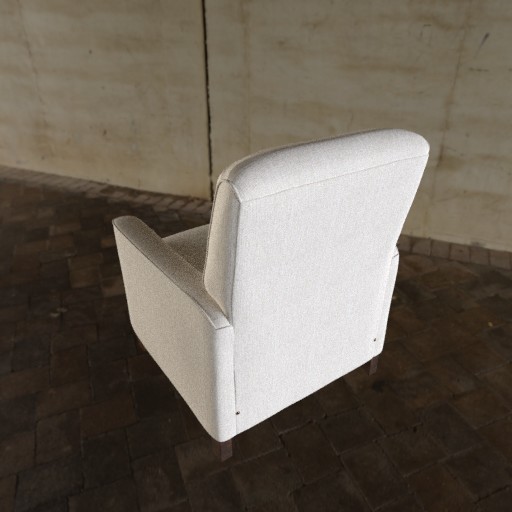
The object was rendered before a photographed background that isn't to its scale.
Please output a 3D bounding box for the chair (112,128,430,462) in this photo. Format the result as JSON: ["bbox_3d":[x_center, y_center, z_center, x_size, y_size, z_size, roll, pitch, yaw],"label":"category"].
[{"bbox_3d":[0.000,0.000,1.654,0.841,1.028,0.858,-19,34,-30],"label":"chair"}]
